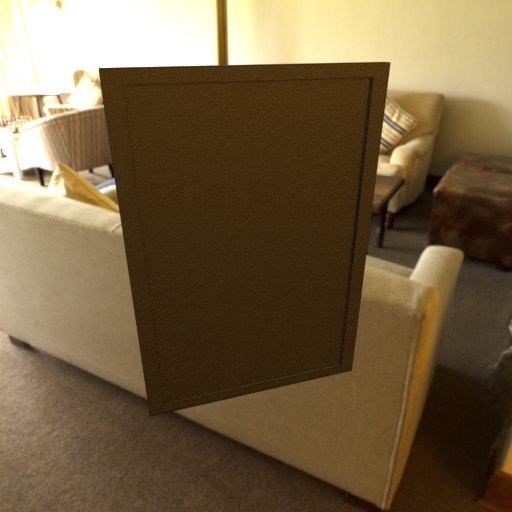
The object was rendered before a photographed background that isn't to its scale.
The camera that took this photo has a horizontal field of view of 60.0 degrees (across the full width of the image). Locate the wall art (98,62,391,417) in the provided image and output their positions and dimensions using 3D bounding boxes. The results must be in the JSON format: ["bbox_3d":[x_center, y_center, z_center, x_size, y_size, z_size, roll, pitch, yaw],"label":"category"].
[{"bbox_3d":[0.000,0.000,0.544,0.303,0.431,0.013,-8,28,-16],"label":"wall art"}]
